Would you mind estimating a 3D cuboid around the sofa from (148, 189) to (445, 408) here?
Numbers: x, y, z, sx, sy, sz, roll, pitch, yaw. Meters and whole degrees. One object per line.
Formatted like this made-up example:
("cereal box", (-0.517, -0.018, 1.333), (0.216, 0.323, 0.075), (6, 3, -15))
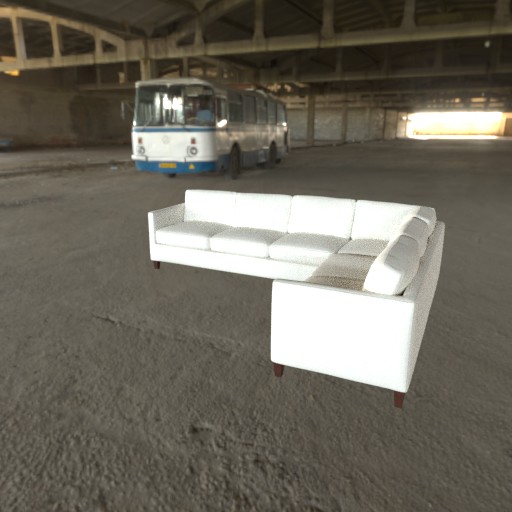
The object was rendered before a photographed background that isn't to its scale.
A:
("sofa", (0.000, 0.000, 4.401), (3.302, 0.947, 2.593), (8, 18, 25))
